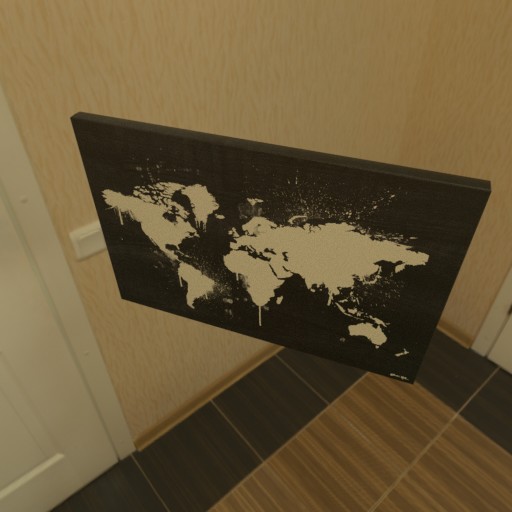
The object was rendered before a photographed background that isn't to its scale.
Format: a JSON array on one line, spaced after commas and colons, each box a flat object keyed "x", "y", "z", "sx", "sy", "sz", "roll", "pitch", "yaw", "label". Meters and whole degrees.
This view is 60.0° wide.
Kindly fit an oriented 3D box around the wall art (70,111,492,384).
[{"x": 0.000, "y": 0.000, "z": 1.122, "sx": 0.912, "sy": 0.612, "sz": 0.038, "roll": 14, "pitch": 42, "yaw": 15, "label": "wall art"}]
